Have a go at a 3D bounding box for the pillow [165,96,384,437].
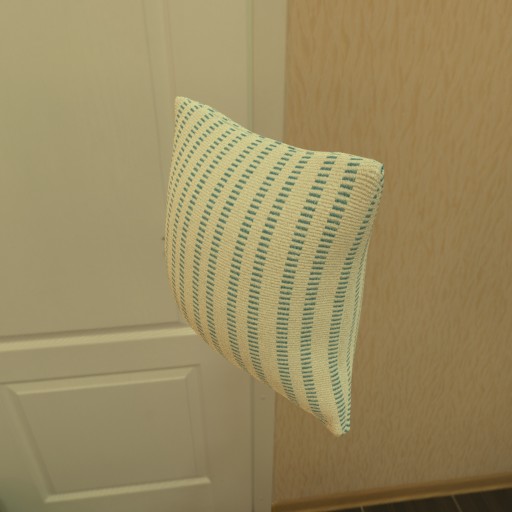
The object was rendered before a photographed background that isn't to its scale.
[{"bbox_3d":[0.000,0.000,0.696,0.247,0.419,0.438,-21,36,-31],"label":"pillow"}]
